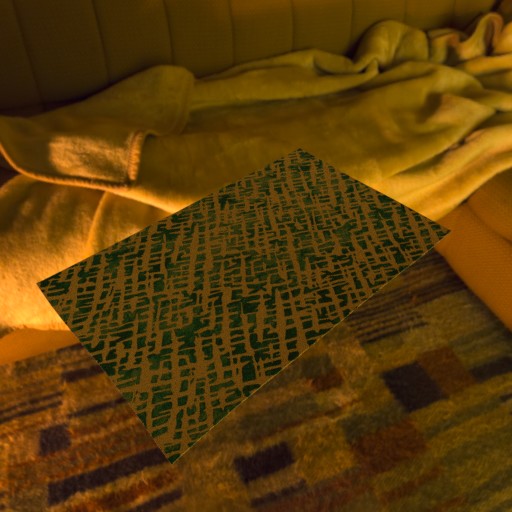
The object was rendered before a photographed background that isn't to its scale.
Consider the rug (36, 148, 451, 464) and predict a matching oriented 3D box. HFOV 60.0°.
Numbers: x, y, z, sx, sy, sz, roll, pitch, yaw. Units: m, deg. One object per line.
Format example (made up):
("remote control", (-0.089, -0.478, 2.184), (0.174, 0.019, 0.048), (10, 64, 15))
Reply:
("rug", (0.000, 0.000, 3.030), (2.447, 0.011, 1.520), (-32, 53, -28))
